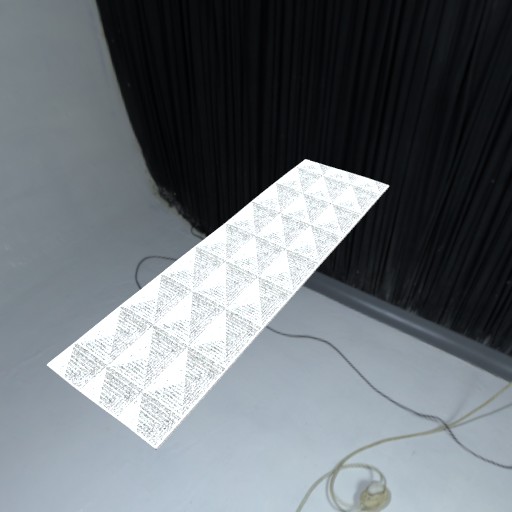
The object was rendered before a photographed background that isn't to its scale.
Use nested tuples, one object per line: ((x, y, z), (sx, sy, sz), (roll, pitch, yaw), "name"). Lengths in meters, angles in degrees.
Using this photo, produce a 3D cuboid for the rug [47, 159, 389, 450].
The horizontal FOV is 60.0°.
((0.000, 0.000, 2.413), (0.645, 0.015, 2.182), (25, 47, 26), "rug")
